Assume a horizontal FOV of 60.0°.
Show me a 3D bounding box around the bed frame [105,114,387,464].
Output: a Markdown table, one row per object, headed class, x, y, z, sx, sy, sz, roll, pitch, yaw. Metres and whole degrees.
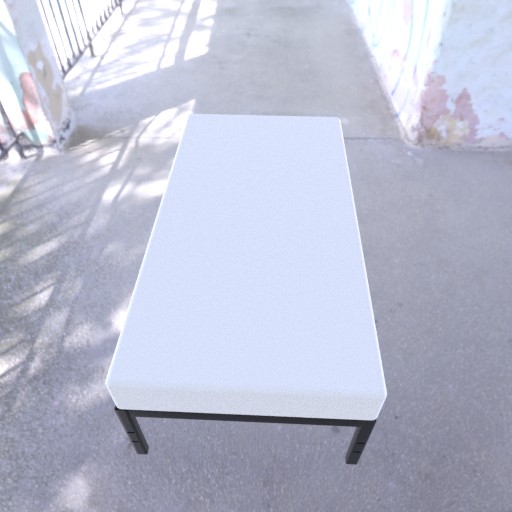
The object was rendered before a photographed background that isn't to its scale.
| class | x | y | z | sx | sy | sz | roll | pitch | yaw |
| --- | --- | --- | --- | --- | --- | --- | --- | --- | --- |
| bed frame | 0.000 | 0.000 | 2.457 | 1.023 | 0.659 | 1.950 | 2 | 46 | 2 |
